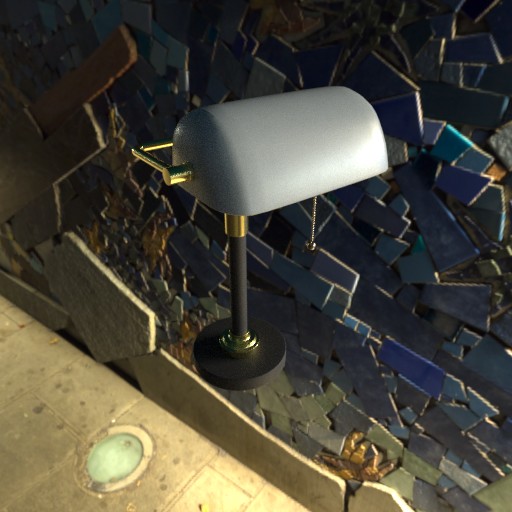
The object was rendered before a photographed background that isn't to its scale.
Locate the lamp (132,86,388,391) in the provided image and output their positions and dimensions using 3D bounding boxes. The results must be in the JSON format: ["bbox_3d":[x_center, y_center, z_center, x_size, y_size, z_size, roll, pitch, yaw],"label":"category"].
[{"bbox_3d":[0.000,0.000,0.563,0.269,0.404,0.227,-21,37,-31],"label":"lamp"}]
